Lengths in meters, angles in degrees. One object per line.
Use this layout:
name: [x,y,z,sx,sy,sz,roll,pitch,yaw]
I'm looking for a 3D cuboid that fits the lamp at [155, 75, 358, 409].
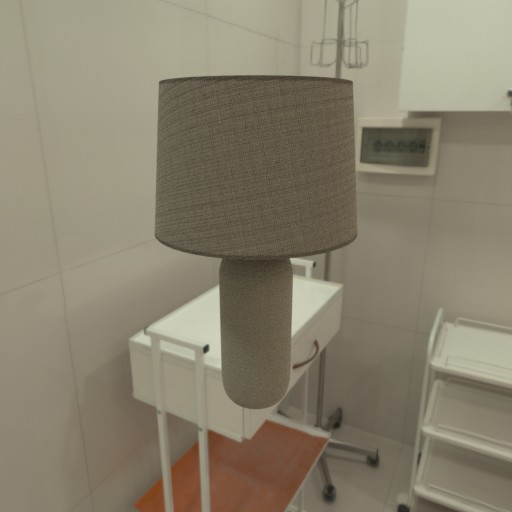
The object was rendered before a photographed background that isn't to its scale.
lamp: [0.000,0.000,0.836,0.367,0.609,0.367,0,18,0]
